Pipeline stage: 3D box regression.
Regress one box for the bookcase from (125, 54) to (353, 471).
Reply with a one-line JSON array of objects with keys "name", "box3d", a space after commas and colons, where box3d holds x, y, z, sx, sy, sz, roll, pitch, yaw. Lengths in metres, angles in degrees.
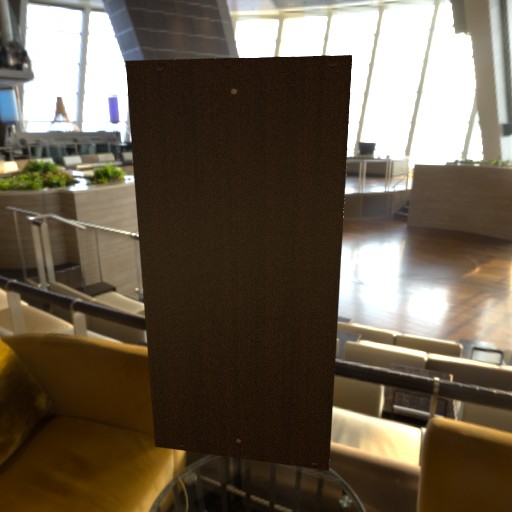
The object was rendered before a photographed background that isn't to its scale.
[{"name": "bookcase", "box3d": [0.000, 0.000, 0.775, 0.290, 0.600, 0.300, 3, 17, 10]}]
